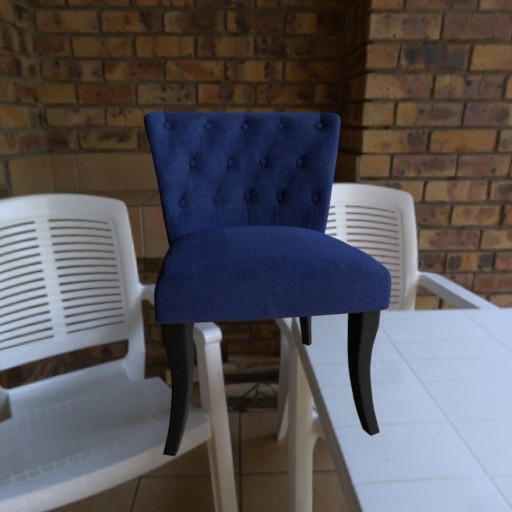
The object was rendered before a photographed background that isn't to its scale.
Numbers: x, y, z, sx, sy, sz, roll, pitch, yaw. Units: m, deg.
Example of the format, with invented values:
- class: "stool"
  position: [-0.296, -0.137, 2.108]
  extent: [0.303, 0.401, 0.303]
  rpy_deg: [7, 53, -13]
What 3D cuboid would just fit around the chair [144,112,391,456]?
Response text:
- class: "chair"
  position: [0.000, 0.000, 1.202]
  extent: [0.585, 0.753, 0.606]
  rpy_deg: [-2, 17, -8]
